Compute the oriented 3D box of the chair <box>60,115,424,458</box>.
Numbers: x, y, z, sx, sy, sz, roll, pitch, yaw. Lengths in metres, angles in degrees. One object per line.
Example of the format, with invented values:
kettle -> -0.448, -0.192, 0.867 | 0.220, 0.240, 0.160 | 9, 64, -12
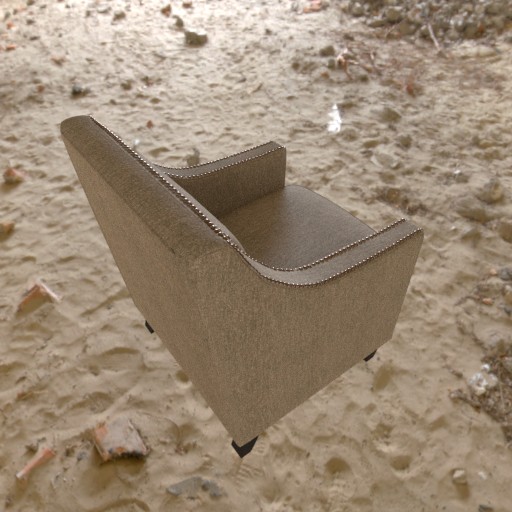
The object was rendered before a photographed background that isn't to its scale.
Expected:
chair -> 0.000, 0.000, 1.554 | 0.884, 0.967, 0.776 | -26, 48, -27
